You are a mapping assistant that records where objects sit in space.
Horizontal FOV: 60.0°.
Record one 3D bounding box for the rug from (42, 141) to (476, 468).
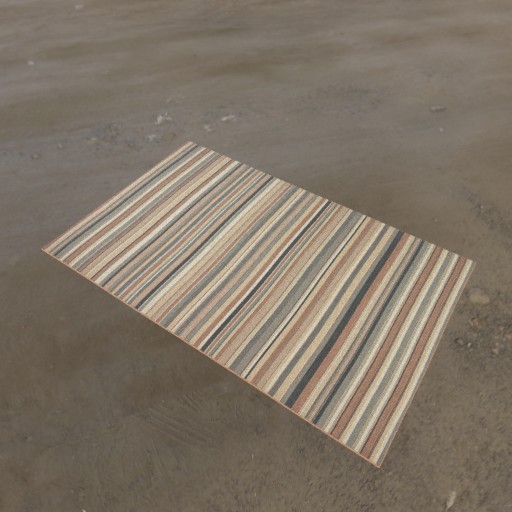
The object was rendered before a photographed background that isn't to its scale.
[{"bbox_3d":[0.000,0.000,2.929,2.438,0.014,1.523,27,54,22],"label":"rug"}]
